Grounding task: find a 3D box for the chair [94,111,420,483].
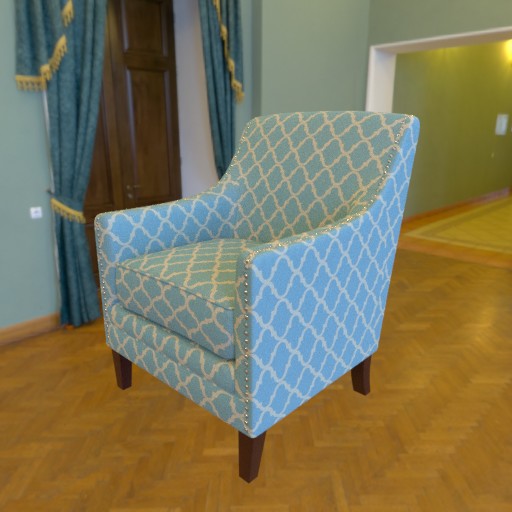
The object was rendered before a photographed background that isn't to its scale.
[{"bbox_3d":[0.000,0.000,1.294,0.617,0.817,0.686,15,22,41],"label":"chair"}]
